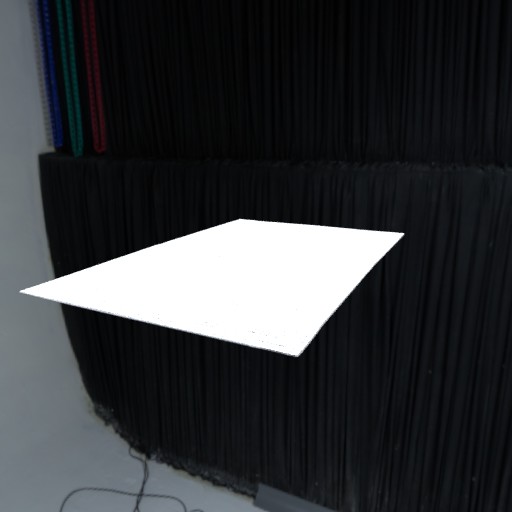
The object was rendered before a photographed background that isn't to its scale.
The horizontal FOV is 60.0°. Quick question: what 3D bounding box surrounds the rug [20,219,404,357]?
[{"bbox_3d":[0.000,0.000,2.209,1.149,0.021,1.773,7,17,26],"label":"rug"}]
